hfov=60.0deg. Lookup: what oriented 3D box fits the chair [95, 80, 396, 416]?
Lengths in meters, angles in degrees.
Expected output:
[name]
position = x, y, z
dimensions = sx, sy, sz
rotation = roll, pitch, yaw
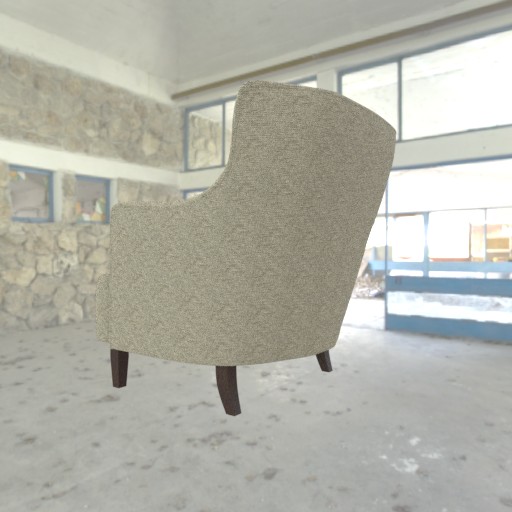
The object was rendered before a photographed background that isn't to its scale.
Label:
[chair]
position = 0.000, 0.000, 1.633
dimensions = 0.910, 0.920, 0.820
rotation = 0, 0, 36
